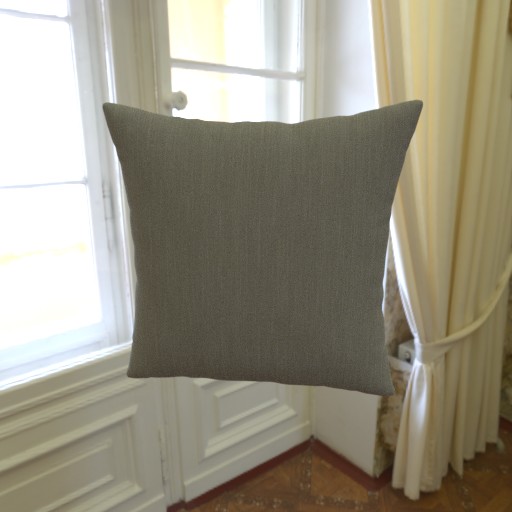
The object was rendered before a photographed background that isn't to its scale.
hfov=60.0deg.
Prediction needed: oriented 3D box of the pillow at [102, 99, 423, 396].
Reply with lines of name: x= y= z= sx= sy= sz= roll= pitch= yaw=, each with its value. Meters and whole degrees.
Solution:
pillow: x=0.000 y=0.000 z=0.769 sx=0.511 sy=0.509 sz=0.161 roll=2 pitch=16 yaw=7
